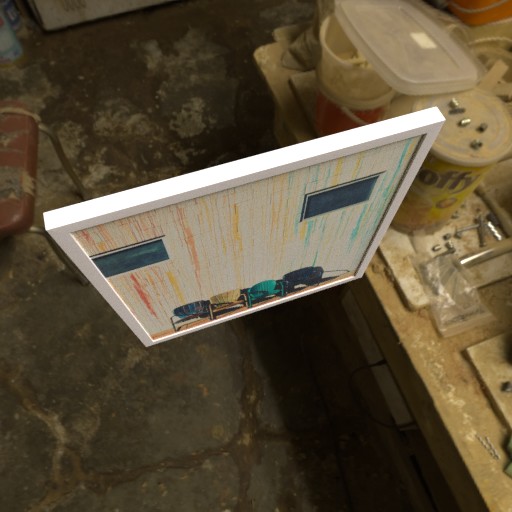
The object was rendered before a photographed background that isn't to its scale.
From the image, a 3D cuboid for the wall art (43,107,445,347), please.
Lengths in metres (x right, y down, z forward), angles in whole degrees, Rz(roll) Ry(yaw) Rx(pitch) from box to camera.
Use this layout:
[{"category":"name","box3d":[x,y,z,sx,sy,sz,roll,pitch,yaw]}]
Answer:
[{"category":"wall art","box3d":[0.000,0.000,1.148,0.760,0.760,0.036,-17,65,-8]}]
